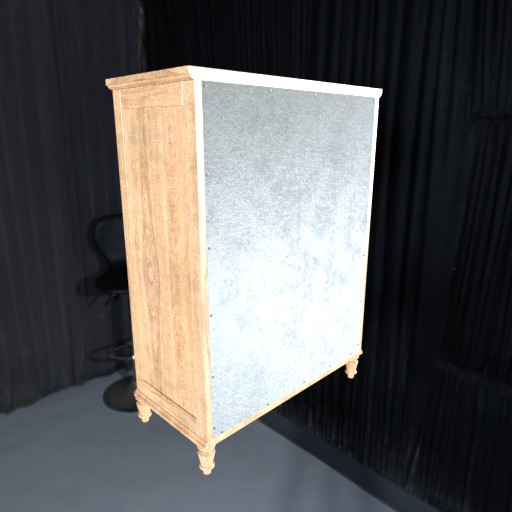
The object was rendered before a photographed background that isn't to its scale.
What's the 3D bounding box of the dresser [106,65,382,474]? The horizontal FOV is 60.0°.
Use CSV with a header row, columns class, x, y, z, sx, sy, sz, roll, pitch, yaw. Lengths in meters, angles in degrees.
class,x,y,z,sx,sy,sz,roll,pitch,yaw
dresser,0.000,0.000,1.824,0.973,1.318,0.484,-15,22,-43
